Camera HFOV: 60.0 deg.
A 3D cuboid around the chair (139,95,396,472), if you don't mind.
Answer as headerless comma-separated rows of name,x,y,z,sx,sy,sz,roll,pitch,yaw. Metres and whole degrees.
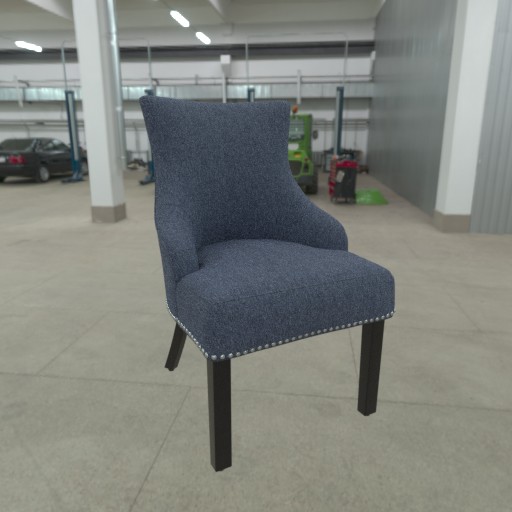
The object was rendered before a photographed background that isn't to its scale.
chair,0.000,0.000,1.305,0.566,0.909,0.629,-8,17,-27
